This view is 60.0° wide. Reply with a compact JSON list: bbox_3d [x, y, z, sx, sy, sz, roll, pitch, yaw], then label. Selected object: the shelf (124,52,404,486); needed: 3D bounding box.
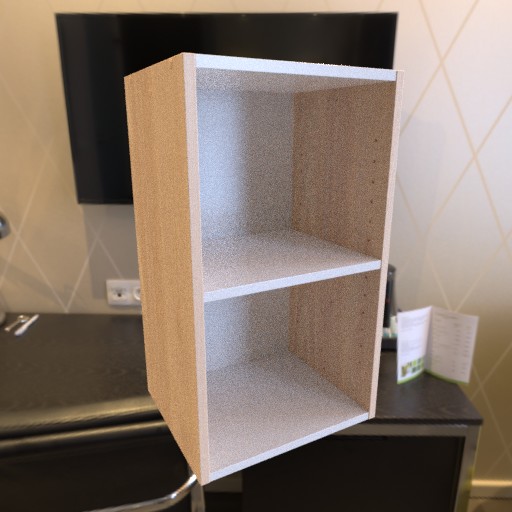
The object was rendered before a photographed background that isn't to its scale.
[{"bbox_3d":[0.000,0.000,0.786,0.350,0.600,0.290,-9,18,-27],"label":"shelf"}]
